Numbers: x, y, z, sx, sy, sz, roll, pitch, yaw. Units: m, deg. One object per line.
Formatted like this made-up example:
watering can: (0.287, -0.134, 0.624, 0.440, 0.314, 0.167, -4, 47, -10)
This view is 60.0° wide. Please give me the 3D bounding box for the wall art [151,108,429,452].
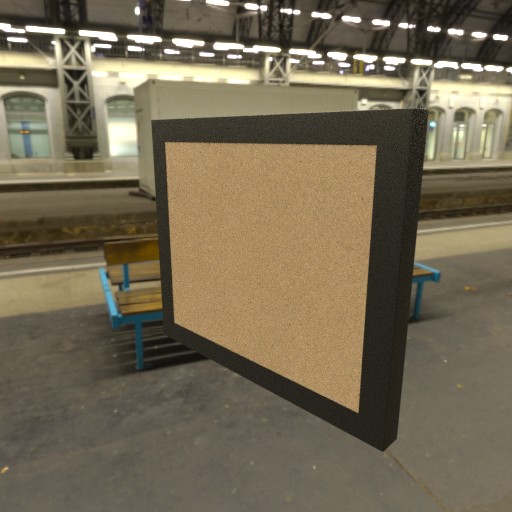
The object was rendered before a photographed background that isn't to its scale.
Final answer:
wall art: (0.000, 0.000, 0.533, 0.381, 0.321, 0.028, 15, 21, 43)
